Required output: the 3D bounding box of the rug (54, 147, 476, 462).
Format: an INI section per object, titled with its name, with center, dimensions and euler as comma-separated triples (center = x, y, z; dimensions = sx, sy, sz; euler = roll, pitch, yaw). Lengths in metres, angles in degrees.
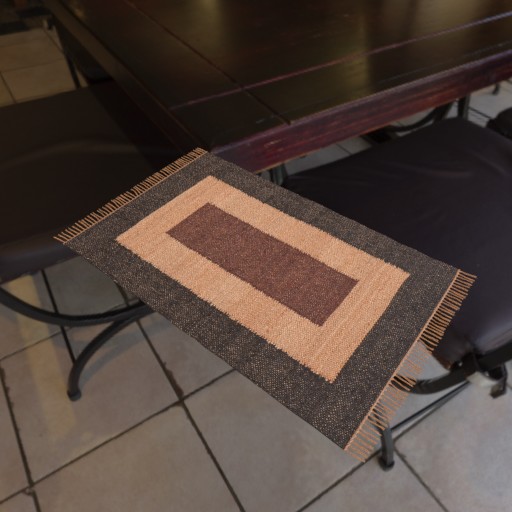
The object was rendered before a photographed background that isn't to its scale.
[rug]
center = 0.000, 0.000, 1.852
dimensions = 1.541, 0.013, 0.920
euler = 30, 53, 26
